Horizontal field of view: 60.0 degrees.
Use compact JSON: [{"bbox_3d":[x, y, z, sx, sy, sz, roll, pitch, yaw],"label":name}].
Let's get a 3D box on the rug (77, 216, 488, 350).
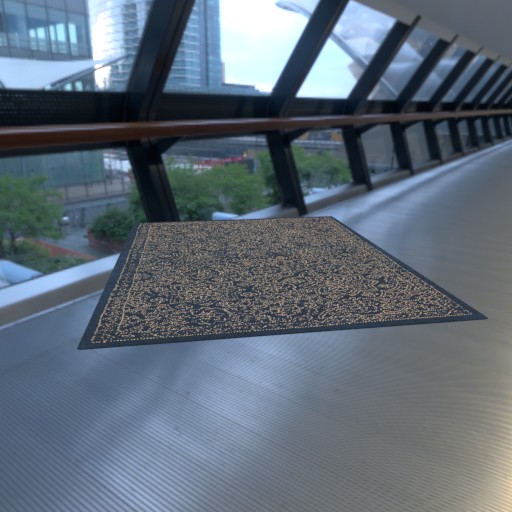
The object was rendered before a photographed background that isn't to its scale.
[{"bbox_3d":[0.000,0.000,3.997,2.438,0.010,3.048,-3,17,-9],"label":"rug"}]
